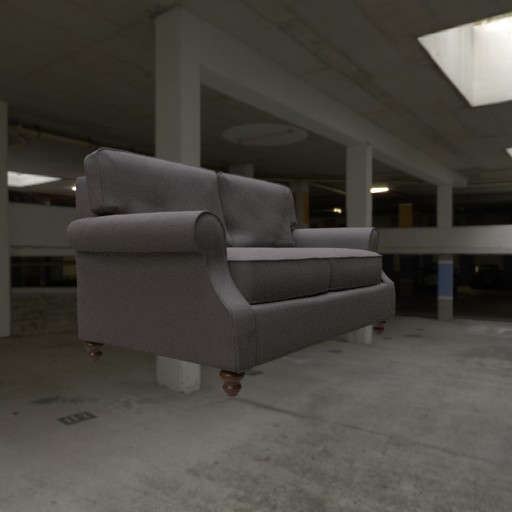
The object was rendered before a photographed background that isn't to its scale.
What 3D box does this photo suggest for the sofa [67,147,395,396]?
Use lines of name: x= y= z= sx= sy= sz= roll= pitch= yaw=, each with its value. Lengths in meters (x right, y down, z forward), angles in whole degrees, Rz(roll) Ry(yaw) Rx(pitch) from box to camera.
sofa: x=0.000 y=0.000 z=2.301 sx=0.964 sy=0.937 sz=1.665 roll=1 pitch=1 yaw=36
